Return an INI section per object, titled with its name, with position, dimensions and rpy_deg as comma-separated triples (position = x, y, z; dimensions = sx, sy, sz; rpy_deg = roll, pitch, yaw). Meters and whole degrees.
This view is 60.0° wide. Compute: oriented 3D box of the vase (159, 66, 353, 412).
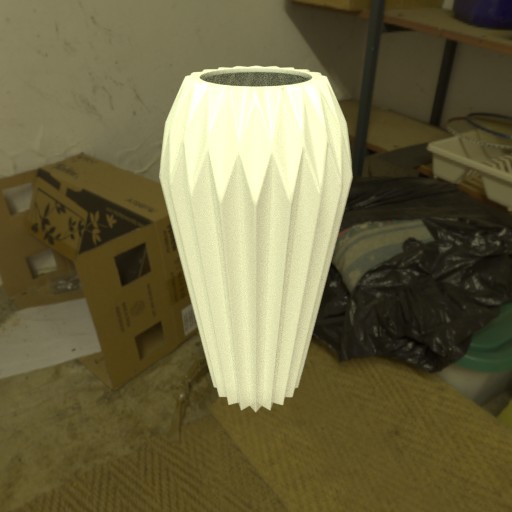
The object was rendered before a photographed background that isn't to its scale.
[vase]
position = 0.000, 0.000, 0.345
dimensions = 0.133, 0.263, 0.133
rpy_deg = 0, 31, 0
